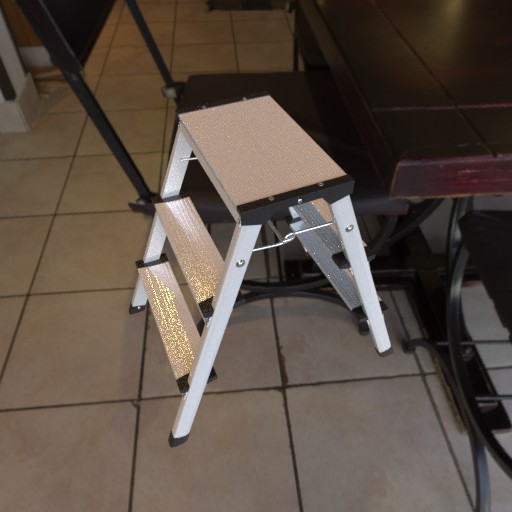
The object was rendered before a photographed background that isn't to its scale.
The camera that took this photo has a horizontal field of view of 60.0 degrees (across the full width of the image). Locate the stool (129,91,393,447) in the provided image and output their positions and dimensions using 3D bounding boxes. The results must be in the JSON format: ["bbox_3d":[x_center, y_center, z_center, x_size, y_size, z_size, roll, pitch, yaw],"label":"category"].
[{"bbox_3d":[0.000,0.000,1.025,0.622,0.605,0.437,-18,49,-16],"label":"stool"}]
